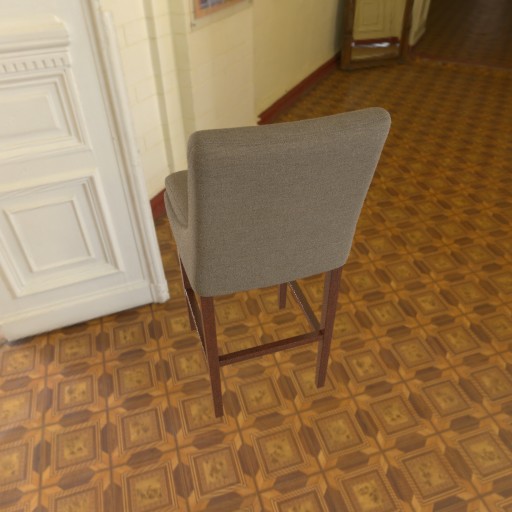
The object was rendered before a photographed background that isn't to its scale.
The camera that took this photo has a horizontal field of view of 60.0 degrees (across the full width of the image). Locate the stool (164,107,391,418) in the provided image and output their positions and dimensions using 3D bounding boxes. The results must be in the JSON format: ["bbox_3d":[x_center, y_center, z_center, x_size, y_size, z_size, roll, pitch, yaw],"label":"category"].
[{"bbox_3d":[0.000,0.000,1.375,0.470,1.078,0.577,-12,42,-13],"label":"stool"}]
